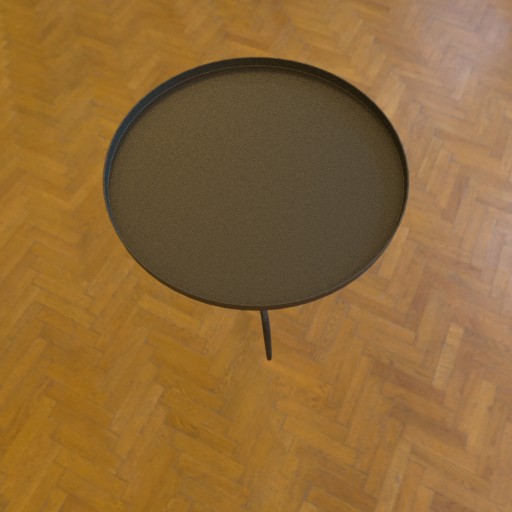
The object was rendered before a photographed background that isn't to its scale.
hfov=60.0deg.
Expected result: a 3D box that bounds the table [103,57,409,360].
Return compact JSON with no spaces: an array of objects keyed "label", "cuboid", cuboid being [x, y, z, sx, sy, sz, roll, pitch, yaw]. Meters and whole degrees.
[{"label":"table","cuboid":[0.000,0.000,1.047,0.502,0.700,0.502,-18,65,-9]}]
